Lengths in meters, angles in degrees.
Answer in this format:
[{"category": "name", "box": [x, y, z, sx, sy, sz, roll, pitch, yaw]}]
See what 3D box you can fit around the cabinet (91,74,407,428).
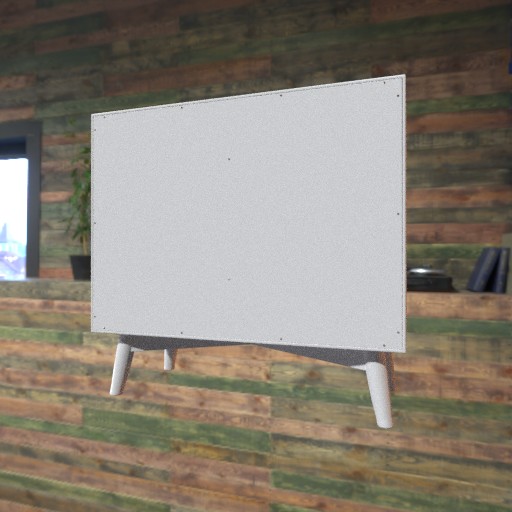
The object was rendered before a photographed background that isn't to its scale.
[{"category": "cabinet", "box": [0.000, 0.000, 1.246, 0.800, 0.761, 0.398, 0, 0, 19]}]
